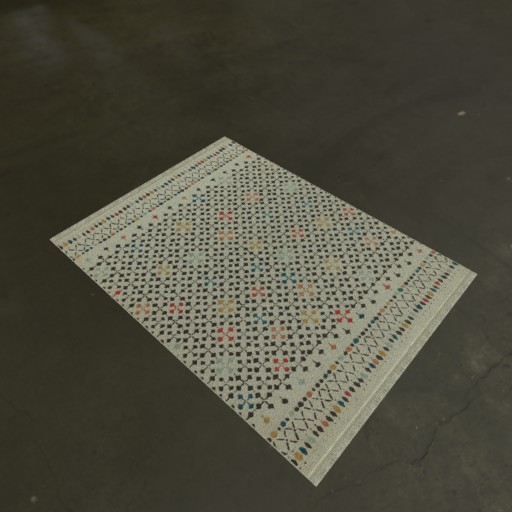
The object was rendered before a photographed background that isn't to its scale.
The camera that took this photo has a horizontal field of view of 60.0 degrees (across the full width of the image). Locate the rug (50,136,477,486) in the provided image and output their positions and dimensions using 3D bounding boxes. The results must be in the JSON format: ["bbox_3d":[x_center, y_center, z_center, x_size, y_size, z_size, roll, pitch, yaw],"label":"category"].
[{"bbox_3d":[0.000,0.000,4.093,3.196,0.007,2.354,34,57,27],"label":"rug"}]
